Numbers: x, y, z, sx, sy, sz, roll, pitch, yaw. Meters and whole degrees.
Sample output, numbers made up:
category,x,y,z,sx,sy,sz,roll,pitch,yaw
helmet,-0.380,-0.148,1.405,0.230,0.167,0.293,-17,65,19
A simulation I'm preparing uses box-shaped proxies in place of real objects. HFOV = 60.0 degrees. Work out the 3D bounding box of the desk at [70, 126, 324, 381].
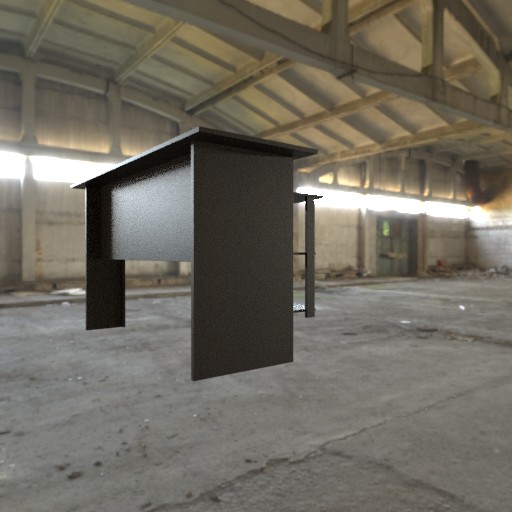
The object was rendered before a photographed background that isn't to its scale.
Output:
category,x,y,z,sx,sy,sz,roll,pitch,yaw
desk,0.000,0.000,2.125,1.361,0.716,1.303,0,0,-37
